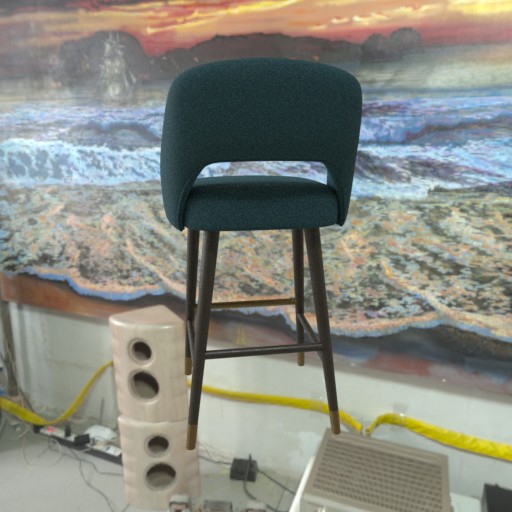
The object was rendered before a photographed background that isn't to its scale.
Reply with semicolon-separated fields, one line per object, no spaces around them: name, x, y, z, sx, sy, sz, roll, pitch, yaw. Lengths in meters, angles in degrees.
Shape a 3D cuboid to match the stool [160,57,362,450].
stool;0.000;0.000;1.339;0.536;1.032;0.522;-2;15;-9
